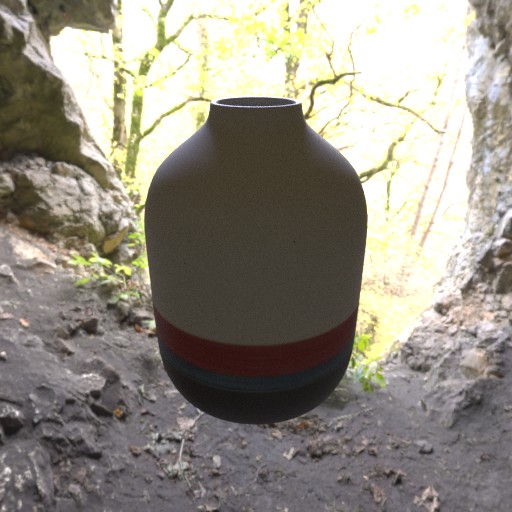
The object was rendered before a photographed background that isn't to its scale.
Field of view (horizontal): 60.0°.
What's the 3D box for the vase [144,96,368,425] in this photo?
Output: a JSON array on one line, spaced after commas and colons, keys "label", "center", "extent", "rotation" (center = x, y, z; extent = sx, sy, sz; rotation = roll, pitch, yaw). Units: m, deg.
[{"label": "vase", "center": [0.000, 0.000, 0.357], "extent": [0.169, 0.237, 0.169], "rotation": [0, 26, 0]}]
